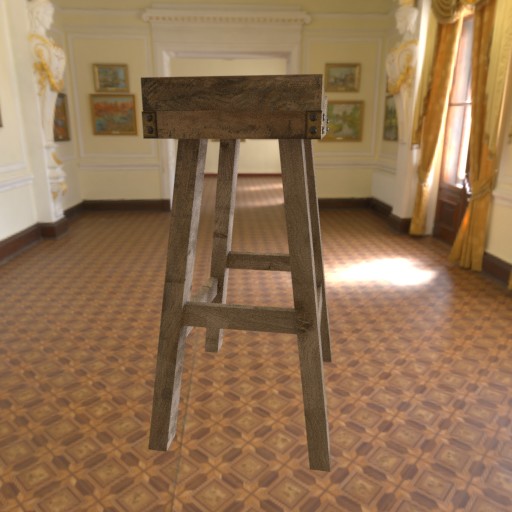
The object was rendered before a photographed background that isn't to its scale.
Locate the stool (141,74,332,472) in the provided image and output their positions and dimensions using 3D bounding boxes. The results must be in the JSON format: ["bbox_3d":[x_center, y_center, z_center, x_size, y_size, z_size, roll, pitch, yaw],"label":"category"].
[{"bbox_3d":[0.000,0.000,0.897,0.330,0.635,0.450,3,16,9],"label":"stool"}]
